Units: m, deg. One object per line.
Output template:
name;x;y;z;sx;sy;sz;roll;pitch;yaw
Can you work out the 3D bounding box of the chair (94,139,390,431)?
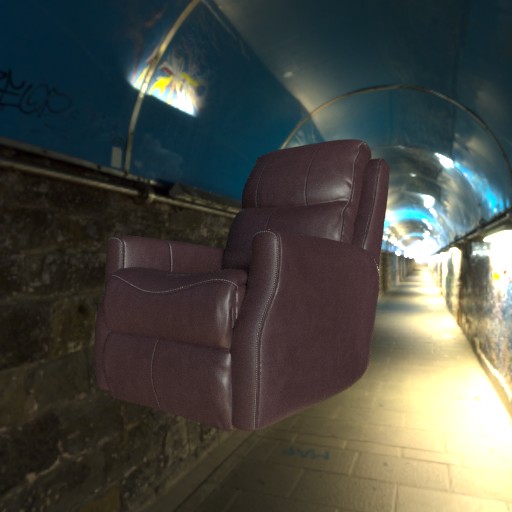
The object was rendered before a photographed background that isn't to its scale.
chair;0.000;0.000;1.755;0.829;1.030;1.080;0;0;36
